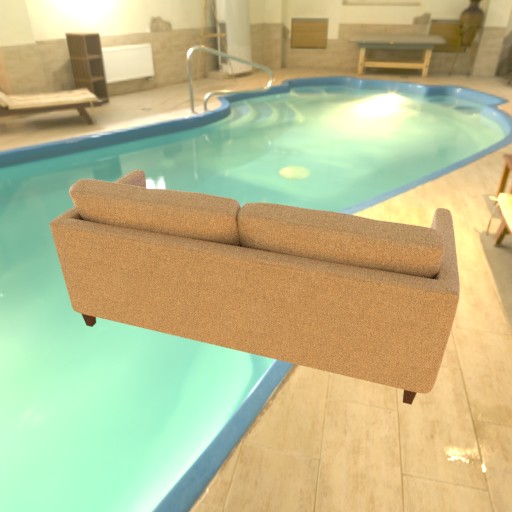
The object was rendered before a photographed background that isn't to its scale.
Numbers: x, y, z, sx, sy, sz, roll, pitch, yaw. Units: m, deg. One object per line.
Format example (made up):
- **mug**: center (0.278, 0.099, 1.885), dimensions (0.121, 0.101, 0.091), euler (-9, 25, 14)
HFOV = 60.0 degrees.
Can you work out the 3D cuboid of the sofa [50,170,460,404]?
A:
- **sofa**: center (0.000, 0.000, 2.734), dimensions (2.208, 0.965, 0.951), euler (10, 32, 16)
